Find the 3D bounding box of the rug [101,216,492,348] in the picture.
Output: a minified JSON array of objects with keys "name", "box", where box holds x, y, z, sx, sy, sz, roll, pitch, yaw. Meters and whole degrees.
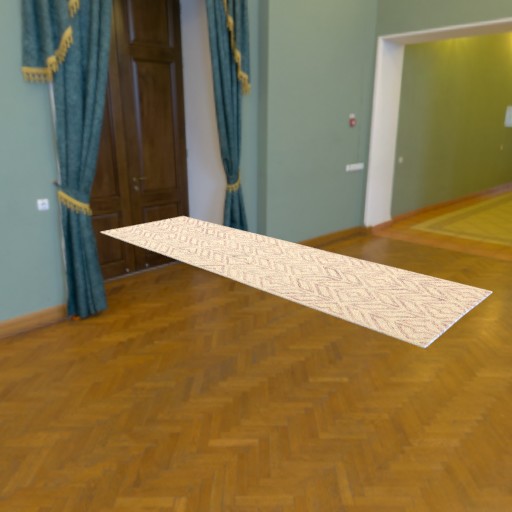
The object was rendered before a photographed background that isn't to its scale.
[{"name":"rug","box":[0.000,0.000,2.676,2.435,0.009,0.750,16,24,42]}]
